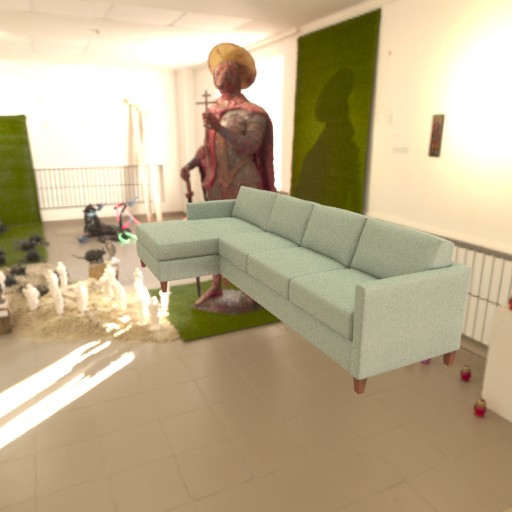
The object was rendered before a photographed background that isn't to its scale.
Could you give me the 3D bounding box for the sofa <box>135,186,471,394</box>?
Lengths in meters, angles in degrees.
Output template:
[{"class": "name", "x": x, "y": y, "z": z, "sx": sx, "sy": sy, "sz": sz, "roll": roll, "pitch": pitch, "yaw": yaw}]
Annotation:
[{"class": "sofa", "x": 0.000, "y": 0.000, "z": 4.202, "sx": 1.600, "sy": 0.953, "sz": 3.470, "roll": -8, "pitch": 18, "yaw": -25}]
